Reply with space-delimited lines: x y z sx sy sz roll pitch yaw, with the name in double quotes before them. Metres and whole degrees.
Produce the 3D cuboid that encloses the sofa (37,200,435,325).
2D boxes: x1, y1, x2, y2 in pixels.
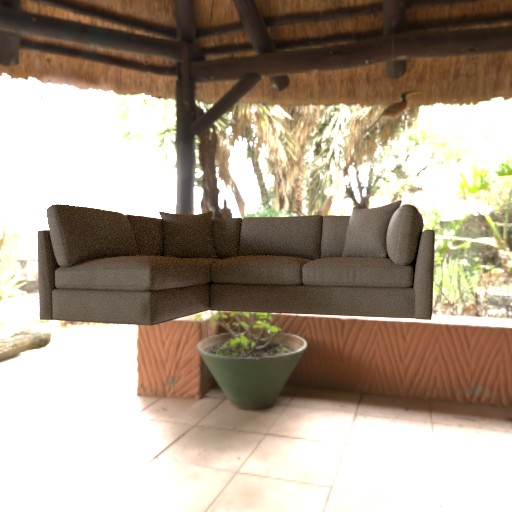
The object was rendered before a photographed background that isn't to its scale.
"sofa" 0.000 0.000 3.860 2.896 0.978 1.994 0 0 19
